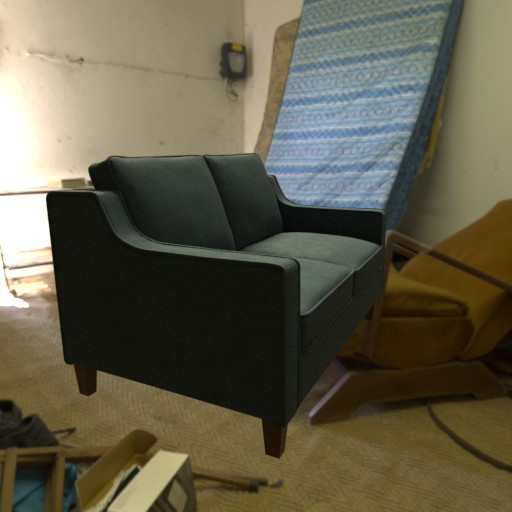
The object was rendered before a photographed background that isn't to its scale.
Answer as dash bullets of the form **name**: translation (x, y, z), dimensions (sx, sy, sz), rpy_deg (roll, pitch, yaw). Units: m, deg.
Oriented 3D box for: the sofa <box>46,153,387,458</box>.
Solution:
- **sofa**: translation (0.000, 0.000, 2.136), dimensions (0.987, 0.971, 1.501), rpy_deg (6, 14, 26)
